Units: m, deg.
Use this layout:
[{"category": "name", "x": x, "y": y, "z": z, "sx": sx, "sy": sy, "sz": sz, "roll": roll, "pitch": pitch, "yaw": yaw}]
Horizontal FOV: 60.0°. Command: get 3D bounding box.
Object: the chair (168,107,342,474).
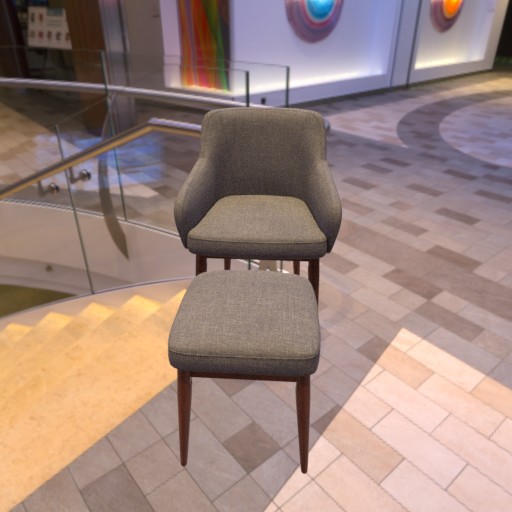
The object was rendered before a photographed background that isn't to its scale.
[{"category": "chair", "x": 0.000, "y": 0.000, "z": 1.555, "sx": 0.584, "sy": 0.799, "sz": 1.107, "roll": 2, "pitch": 30, "yaw": 3}]
